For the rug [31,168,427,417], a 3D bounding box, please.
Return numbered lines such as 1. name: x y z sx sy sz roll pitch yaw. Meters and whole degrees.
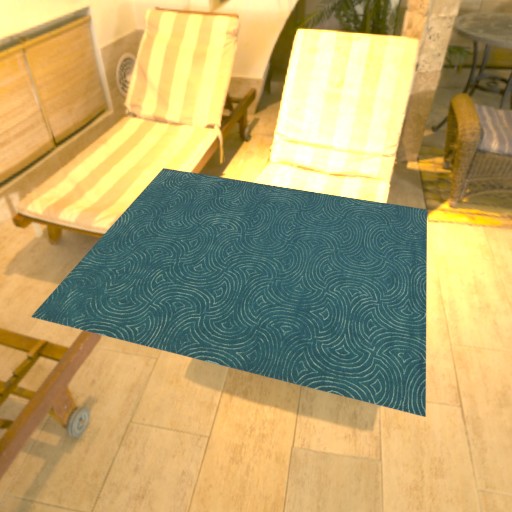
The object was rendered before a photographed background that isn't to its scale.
1. rug: 0.000 0.000 4.098 3.033 0.012 2.432 11 42 12
